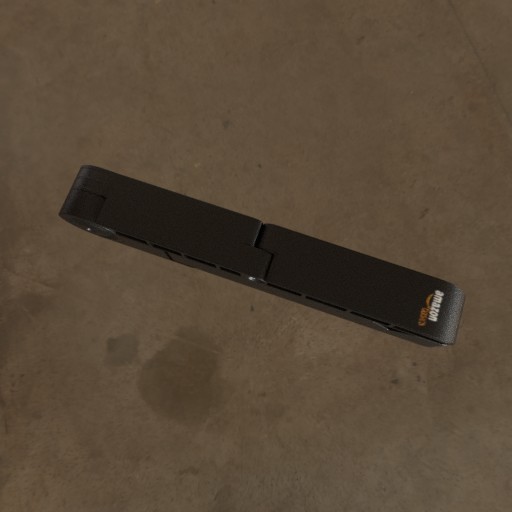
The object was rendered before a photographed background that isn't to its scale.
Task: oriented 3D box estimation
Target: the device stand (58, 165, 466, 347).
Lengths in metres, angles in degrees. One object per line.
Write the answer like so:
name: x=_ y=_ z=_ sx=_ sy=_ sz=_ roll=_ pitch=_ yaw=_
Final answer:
device stand: x=0.000 y=0.000 z=0.197 sx=0.179 sy=0.030 sz=0.026 roll=19 pitch=77 yaw=5
